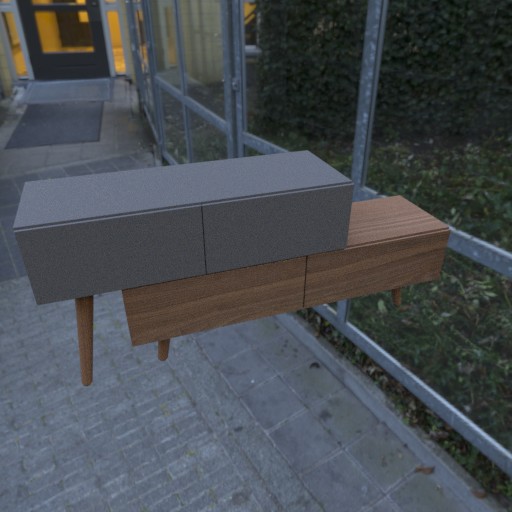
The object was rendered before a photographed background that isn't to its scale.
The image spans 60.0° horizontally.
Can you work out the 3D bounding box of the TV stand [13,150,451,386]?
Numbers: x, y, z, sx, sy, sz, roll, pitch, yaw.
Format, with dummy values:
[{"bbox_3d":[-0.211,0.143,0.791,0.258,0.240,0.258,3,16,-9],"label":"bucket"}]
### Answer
[{"bbox_3d":[0.000,0.000,1.521,1.336,0.591,0.329,-10,32,-16],"label":"TV stand"}]
